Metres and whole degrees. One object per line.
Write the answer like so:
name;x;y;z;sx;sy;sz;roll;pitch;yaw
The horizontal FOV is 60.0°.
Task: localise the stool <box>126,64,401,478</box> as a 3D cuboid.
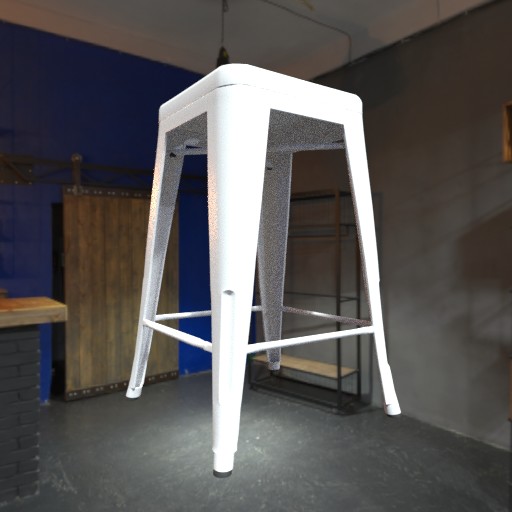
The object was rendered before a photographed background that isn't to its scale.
stool;0.000;0.000;0.890;0.406;0.610;0.406;-1;1;-35
